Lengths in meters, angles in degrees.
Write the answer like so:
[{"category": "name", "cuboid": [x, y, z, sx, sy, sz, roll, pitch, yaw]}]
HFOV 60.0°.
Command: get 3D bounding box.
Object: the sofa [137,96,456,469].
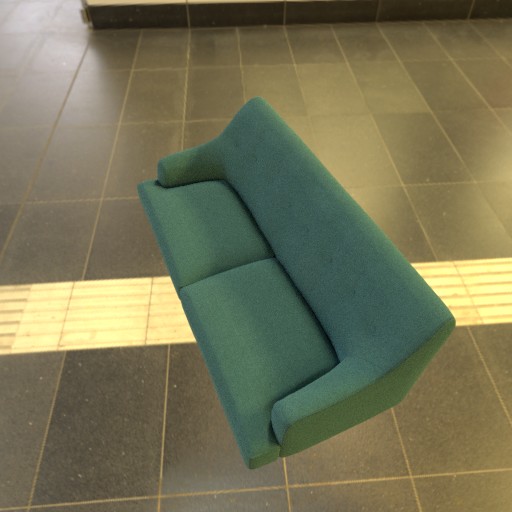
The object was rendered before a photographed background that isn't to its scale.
[{"category": "sofa", "cuboid": [0.000, 0.000, 2.597, 0.978, 0.871, 2.057, -18, 51, -15]}]
